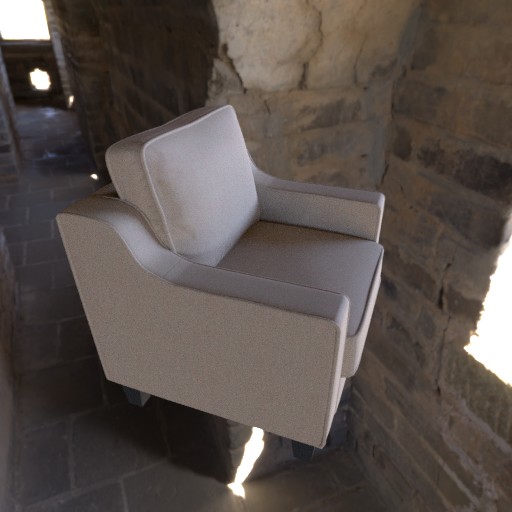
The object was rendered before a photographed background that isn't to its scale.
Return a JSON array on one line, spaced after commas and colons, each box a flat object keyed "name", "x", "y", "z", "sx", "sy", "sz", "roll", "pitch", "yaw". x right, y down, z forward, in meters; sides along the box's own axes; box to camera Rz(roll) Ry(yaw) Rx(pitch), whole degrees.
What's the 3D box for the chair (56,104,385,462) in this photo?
[{"name": "chair", "x": 0.000, "y": 0.000, "z": 1.637, "sx": 0.882, "sy": 0.948, "sz": 0.922, "roll": 11, "pitch": 32, "yaw": 18}]
